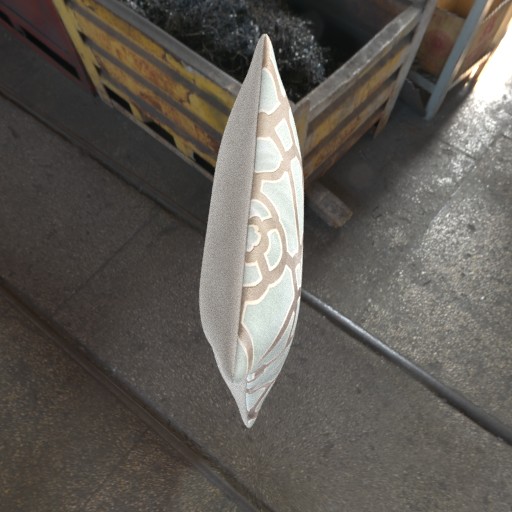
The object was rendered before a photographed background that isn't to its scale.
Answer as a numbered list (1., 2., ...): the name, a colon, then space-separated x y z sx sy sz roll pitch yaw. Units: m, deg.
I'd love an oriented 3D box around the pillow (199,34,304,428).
1. pillow: 0.000 0.000 0.819 0.166 0.508 0.552 4 64 2
